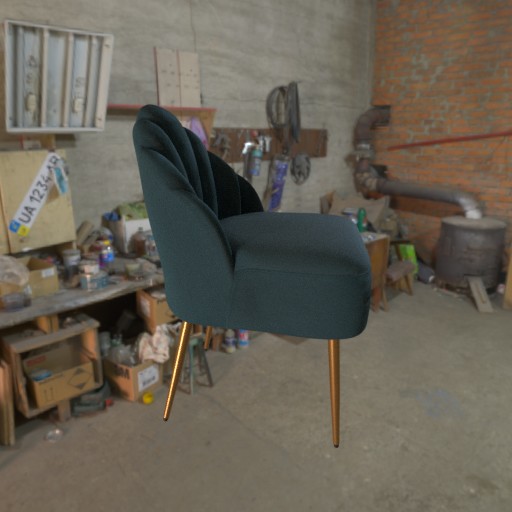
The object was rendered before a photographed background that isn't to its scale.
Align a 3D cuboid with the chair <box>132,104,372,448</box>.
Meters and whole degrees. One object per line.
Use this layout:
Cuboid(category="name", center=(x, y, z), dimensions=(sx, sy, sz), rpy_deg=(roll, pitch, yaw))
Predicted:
Cuboid(category="chair", center=(0.000, 0.000, 1.254), dimensions=(0.599, 0.819, 0.657), rpy_deg=(2, 14, 8))
